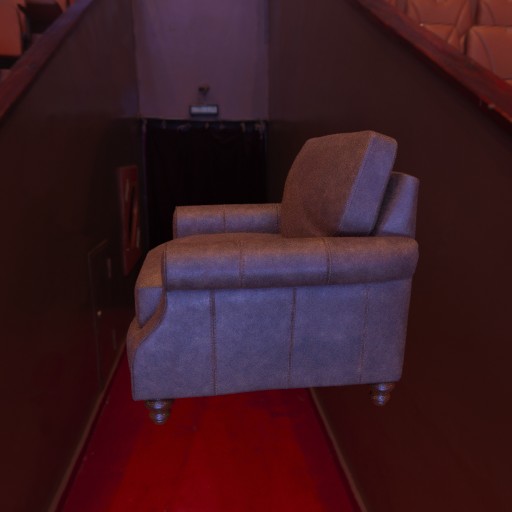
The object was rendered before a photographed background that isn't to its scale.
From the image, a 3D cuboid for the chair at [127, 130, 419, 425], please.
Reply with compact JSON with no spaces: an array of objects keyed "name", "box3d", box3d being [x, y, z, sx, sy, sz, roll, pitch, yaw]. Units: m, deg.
[{"name":"chair","box3d":[0.000,0.000,1.817,1.002,0.976,0.996,-2,14,-7]}]
